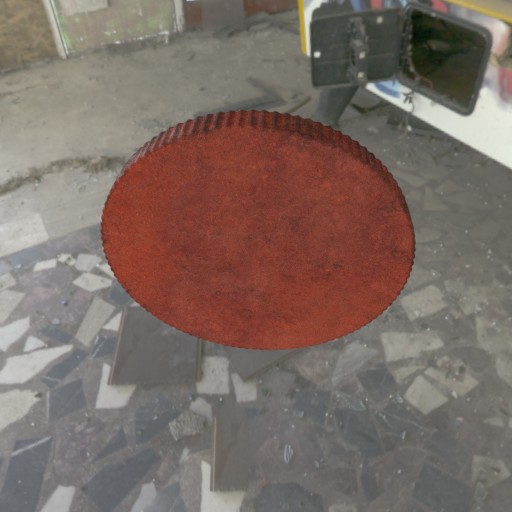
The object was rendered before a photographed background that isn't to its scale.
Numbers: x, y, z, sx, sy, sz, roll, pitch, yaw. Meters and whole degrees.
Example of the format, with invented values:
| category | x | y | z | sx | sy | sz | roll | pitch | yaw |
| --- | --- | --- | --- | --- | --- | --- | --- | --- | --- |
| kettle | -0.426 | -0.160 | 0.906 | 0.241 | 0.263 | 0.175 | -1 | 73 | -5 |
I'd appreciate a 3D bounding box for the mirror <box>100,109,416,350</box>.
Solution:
| category | x | y | z | sx | sy | sz | roll | pitch | yaw |
| --- | --- | --- | --- | --- | --- | --- | --- | --- | --- |
| mirror | 0.000 | 0.000 | 0.898 | 0.609 | 0.609 | 0.056 | 3 | 46 | 3 |
